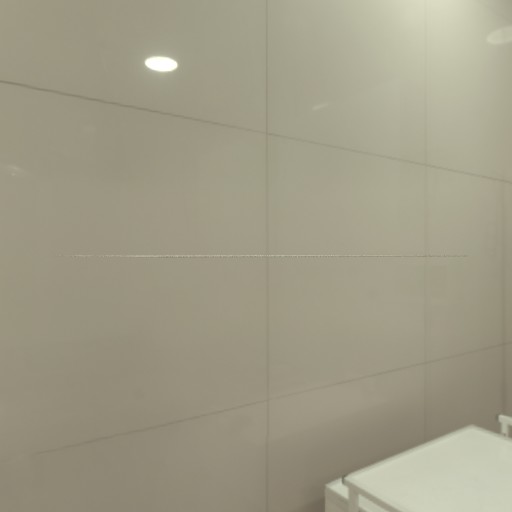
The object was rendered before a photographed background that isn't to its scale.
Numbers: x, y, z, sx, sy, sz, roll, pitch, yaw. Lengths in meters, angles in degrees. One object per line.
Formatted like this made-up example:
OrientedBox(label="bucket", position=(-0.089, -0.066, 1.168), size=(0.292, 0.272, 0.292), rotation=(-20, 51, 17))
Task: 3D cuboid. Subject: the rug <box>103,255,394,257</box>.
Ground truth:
OrientedBox(label="rug", position=(0.000, 0.000, 4.140), size=(3.037, 0.004, 2.453), rotation=(0, 0, -36))
